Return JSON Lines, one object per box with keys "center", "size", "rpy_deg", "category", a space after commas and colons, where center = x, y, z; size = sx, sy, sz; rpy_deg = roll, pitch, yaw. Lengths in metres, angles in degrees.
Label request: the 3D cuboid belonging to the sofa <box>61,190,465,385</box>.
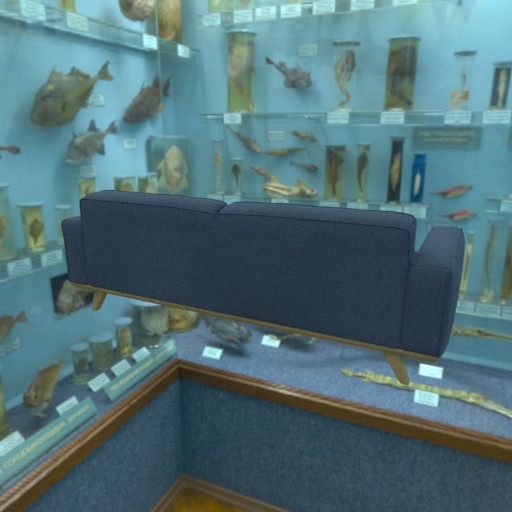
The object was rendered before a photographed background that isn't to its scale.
{"center": [0.000, 0.000, 2.693], "size": [2.270, 0.782, 0.953], "rpy_deg": [8, 18, 26], "category": "sofa"}
